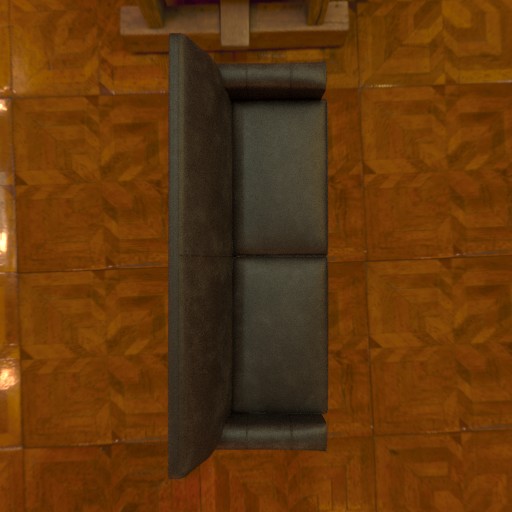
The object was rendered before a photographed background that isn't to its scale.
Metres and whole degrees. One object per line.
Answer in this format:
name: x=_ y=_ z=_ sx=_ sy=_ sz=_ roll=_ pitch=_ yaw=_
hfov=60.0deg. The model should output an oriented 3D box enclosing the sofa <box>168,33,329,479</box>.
sofa: x=0.000 y=0.000 z=2.472 sx=0.805 sy=0.947 sz=2.053 roll=0 pitch=90 yaw=-1
